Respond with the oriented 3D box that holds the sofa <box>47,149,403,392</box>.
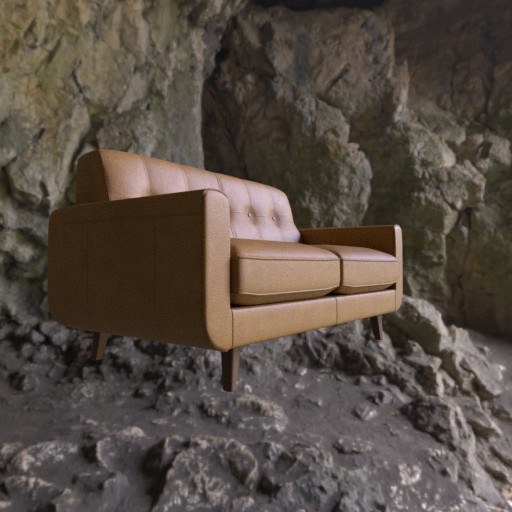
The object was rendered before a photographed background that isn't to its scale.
[{"bbox_3d":[0.000,0.000,2.217,0.952,0.925,1.651,-1,-1,38],"label":"sofa"}]
